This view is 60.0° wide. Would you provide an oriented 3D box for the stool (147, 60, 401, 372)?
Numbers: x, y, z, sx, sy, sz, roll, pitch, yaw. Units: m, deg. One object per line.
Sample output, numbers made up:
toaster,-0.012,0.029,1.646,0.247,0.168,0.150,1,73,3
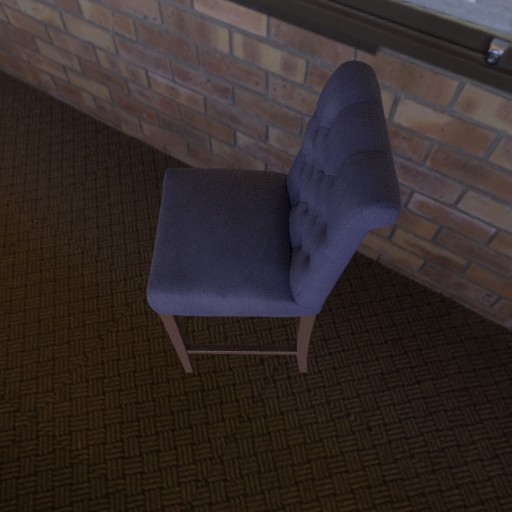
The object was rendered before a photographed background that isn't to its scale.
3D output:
stool,0.000,0.000,1.456,0.601,1.140,0.493,1,59,0
